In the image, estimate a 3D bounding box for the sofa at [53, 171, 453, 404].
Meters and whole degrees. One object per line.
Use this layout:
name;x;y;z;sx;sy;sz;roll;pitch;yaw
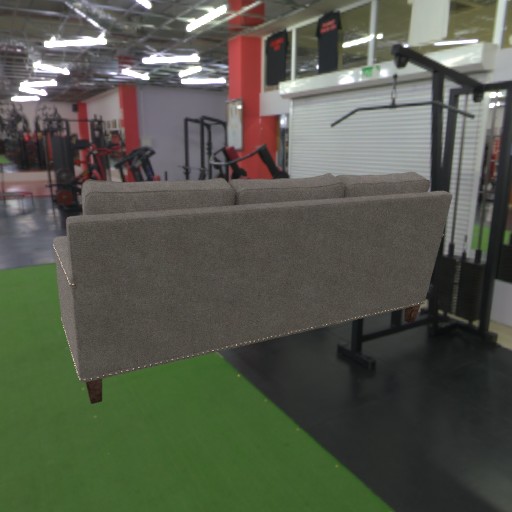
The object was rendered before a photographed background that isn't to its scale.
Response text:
sofa;0.000;0.000;2.743;2.226;1.042;1.034;-7;16;-27
